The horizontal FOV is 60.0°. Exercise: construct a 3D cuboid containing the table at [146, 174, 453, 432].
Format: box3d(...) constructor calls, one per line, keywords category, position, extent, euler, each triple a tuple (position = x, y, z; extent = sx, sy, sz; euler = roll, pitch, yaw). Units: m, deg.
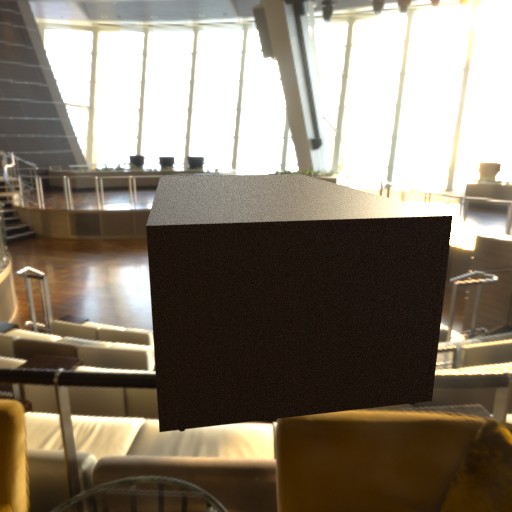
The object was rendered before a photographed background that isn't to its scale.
box3d(category="table", position=(0.000, 0.000, 1.408), extent=(0.597, 0.424, 1.099), euler=(-3, 15, -10))
